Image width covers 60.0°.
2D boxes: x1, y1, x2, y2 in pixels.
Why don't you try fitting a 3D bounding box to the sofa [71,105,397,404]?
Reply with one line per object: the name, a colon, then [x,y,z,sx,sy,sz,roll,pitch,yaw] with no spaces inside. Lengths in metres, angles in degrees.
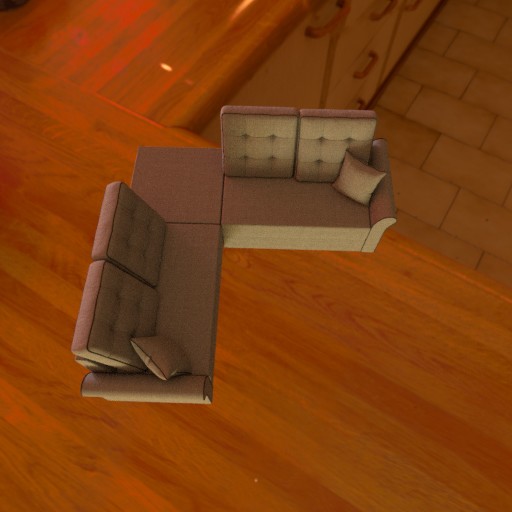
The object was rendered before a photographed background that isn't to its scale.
sofa: [0.000,0.000,3.233,2.070,0.988,2.068,2,63,1]
